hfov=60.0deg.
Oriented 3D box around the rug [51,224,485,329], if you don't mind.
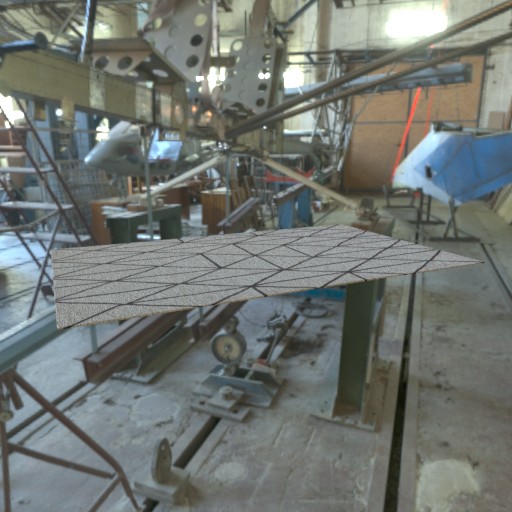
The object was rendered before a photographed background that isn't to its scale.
[{"bbox_3d":[0.000,0.000,2.947,2.465,0.008,1.526,-6,15,-24],"label":"rug"}]
